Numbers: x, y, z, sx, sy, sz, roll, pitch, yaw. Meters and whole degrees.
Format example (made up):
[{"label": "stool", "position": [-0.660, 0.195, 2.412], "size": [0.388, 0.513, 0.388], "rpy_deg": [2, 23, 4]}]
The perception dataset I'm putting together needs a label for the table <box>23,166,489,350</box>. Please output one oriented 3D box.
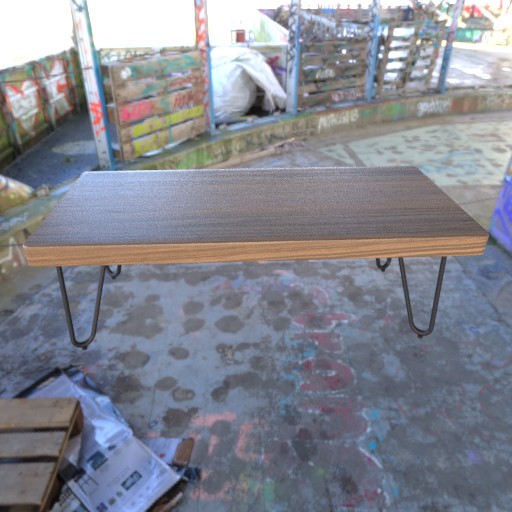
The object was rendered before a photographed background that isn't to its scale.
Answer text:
[{"label": "table", "position": [0.000, 0.000, 1.677], "size": [1.375, 0.468, 0.637], "rpy_deg": [-1, 30, -3]}]
